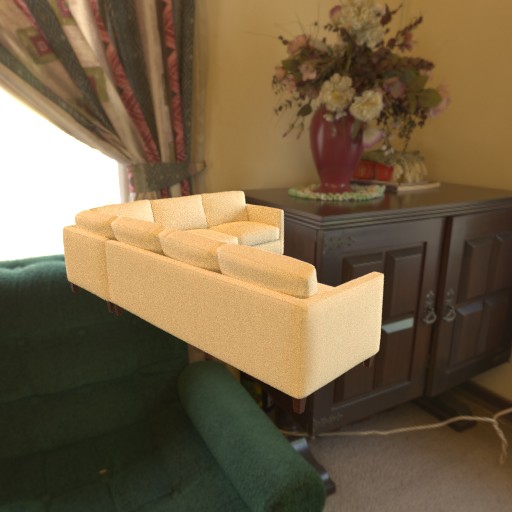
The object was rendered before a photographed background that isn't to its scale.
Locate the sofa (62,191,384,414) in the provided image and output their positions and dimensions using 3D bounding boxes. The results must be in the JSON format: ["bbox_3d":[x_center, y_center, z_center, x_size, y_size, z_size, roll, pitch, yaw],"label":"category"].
[{"bbox_3d":[0.000,0.000,4.509,3.302,0.947,2.593,14,20,43],"label":"sofa"}]
